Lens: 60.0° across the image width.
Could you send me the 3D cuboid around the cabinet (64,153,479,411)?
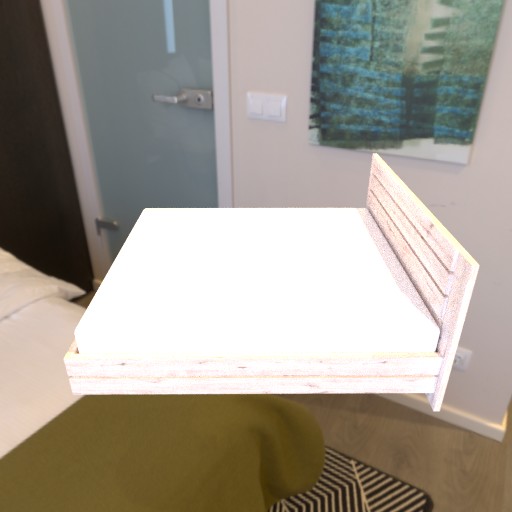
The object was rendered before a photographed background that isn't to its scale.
[{"bbox_3d":[0.000,0.000,3.149,2.080,0.970,1.950,0,28,0],"label":"cabinet"}]
